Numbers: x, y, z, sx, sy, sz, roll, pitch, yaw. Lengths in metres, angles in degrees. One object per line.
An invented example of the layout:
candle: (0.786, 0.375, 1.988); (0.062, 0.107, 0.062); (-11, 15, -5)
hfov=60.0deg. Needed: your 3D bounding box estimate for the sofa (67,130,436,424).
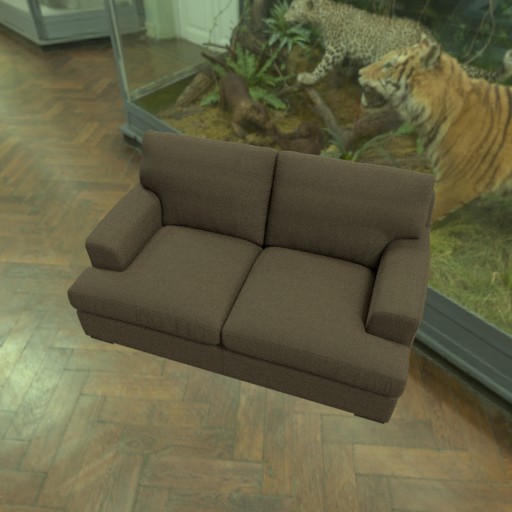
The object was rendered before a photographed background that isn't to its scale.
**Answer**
sofa: (0.000, 0.000, 2.546); (1.869, 0.950, 1.140); (12, 42, 14)
